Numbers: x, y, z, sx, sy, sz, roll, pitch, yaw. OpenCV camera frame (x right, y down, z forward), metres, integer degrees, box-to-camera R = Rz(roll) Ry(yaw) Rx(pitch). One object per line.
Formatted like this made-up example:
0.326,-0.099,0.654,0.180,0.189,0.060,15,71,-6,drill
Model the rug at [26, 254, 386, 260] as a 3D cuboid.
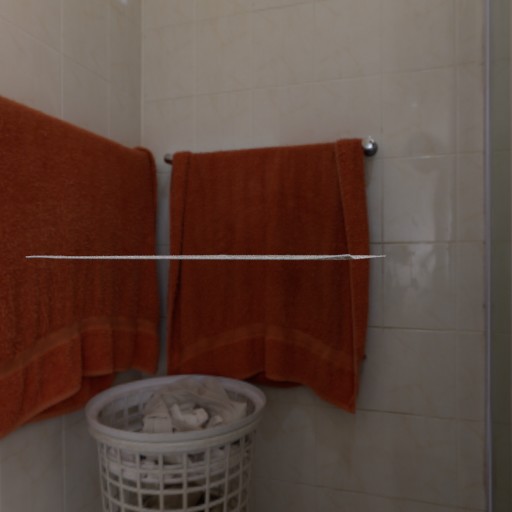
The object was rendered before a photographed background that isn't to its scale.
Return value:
0.000,0.000,2.324,1.209,0.019,1.828,0,0,19,rug
